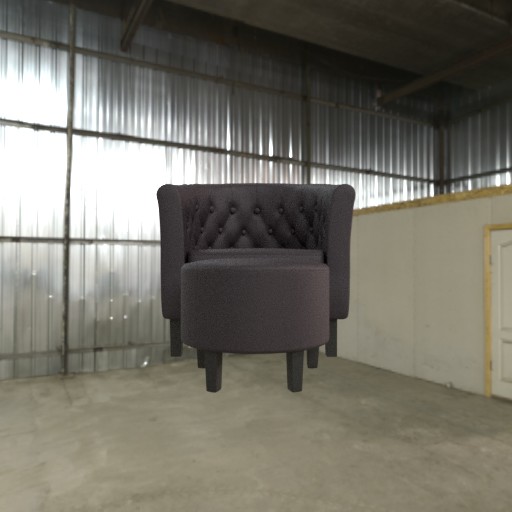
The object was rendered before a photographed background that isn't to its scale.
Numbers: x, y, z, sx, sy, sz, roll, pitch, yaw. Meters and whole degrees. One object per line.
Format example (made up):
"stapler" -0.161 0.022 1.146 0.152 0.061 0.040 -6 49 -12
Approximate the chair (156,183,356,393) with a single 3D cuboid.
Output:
"chair" 0.000 0.000 1.744 0.763 0.760 1.191 0 0 0
